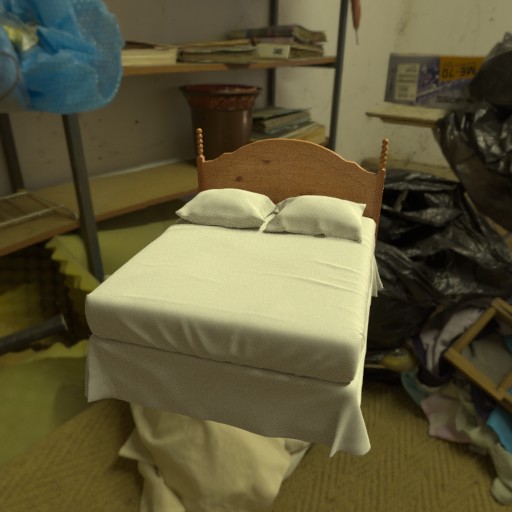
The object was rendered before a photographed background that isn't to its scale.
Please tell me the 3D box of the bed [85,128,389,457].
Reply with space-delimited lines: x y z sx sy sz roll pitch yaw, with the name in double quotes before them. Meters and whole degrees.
"bed" 0.000 0.000 3.170 1.873 1.356 2.040 7 27 14
